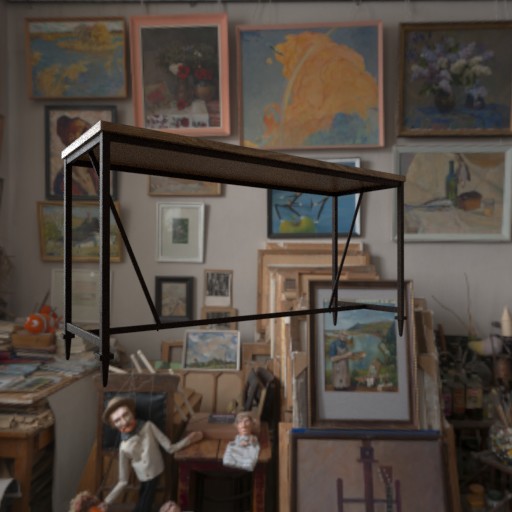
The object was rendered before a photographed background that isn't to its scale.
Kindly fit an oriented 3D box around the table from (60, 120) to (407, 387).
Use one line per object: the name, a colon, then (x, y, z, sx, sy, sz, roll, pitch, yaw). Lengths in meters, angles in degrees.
table: (0.000, 0.000, 2.205, 1.700, 0.902, 0.551, 0, 0, -36)
